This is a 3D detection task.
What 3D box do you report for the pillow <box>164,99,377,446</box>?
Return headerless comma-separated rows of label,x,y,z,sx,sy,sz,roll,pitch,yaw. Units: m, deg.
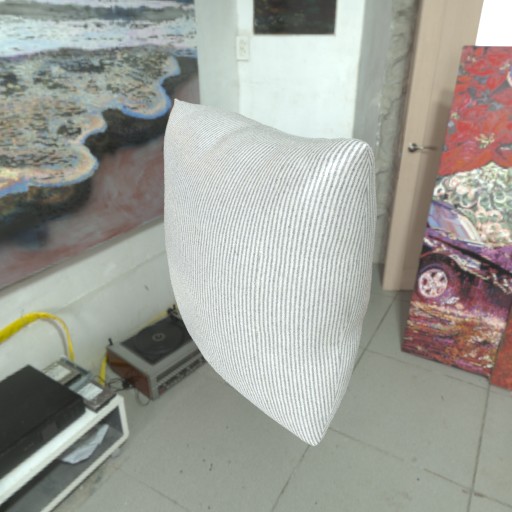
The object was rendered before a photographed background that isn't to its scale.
pillow,0.000,0.000,0.693,0.310,0.432,0.387,0,26,1
